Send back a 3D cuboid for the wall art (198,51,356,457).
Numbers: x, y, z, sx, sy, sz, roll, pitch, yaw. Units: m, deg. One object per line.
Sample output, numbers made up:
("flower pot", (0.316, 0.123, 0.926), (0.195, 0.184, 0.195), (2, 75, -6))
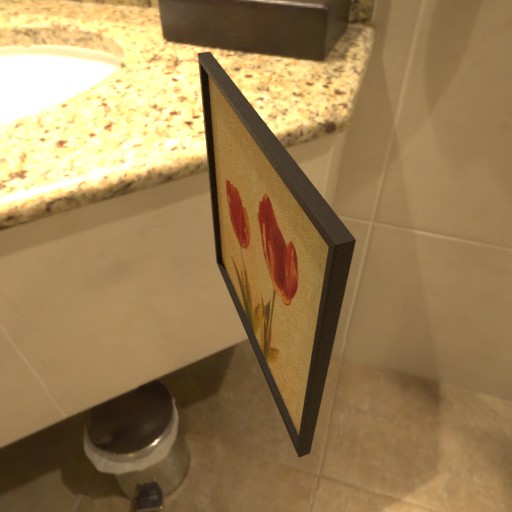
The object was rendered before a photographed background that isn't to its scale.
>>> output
("wall art", (0.000, 0.000, 1.214), (0.043, 0.807, 0.805), (-14, 46, -14))
